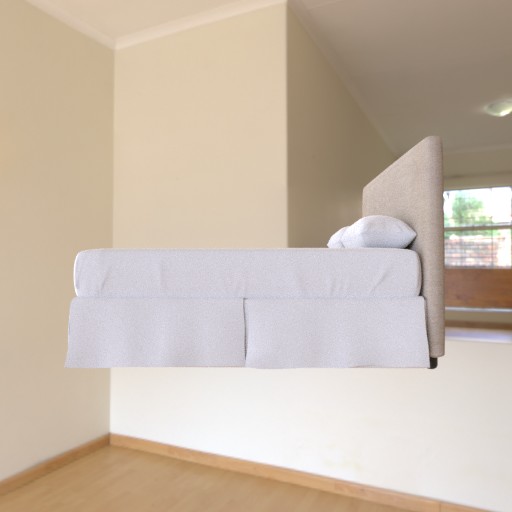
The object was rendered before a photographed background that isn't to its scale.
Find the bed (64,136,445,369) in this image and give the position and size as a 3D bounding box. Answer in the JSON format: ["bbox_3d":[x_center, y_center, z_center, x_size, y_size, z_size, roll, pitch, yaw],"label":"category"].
[{"bbox_3d":[0.000,0.000,3.285,2.162,1.330,1.713,0,-1,1],"label":"bed"}]
